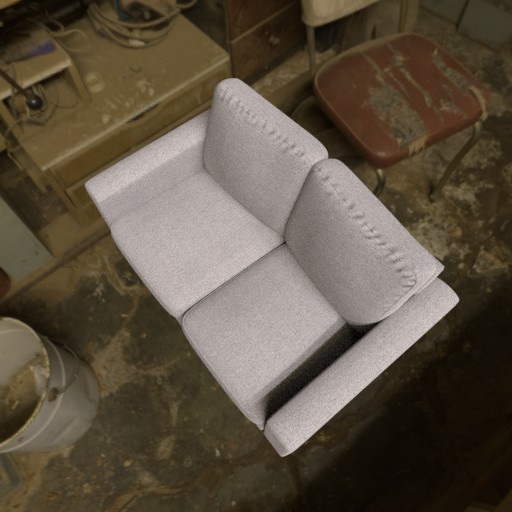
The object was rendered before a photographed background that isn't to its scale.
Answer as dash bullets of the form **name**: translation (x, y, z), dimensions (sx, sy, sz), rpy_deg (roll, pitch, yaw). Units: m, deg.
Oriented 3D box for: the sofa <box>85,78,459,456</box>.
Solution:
- **sofa**: translation (0.000, 0.000, 1.983), dimensions (0.917, 0.873, 1.420), rpy_deg (-36, 69, -16)
